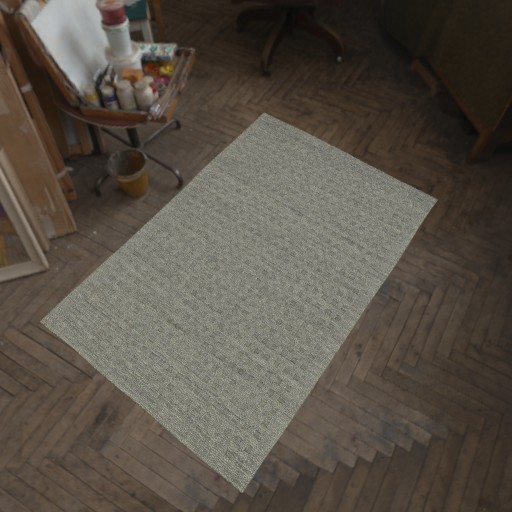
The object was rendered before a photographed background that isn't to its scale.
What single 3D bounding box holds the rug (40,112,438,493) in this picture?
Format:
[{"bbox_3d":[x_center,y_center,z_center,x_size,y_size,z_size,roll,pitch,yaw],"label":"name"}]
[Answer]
[{"bbox_3d":[0.000,0.000,2.905,1.532,0.018,2.297,32,64,18],"label":"rug"}]
